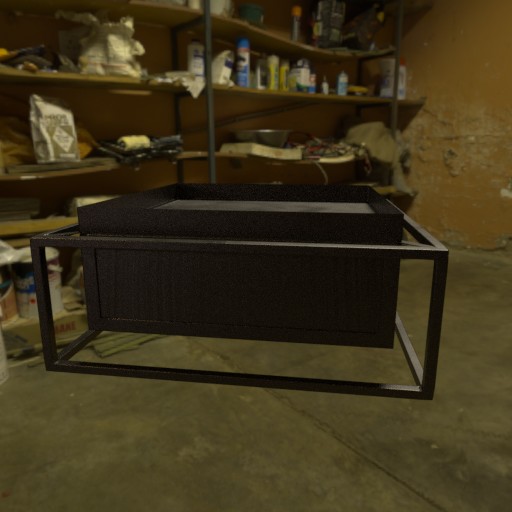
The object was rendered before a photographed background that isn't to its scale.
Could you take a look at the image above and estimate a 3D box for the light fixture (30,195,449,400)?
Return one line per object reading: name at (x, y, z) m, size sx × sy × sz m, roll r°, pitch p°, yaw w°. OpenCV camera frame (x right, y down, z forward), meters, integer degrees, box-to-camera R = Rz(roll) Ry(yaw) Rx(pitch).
light fixture at (0.000, 0.000, 0.685) m, size 0.441 × 0.191 × 0.441 m, roll 2°, pitch 14°, yaw 8°
